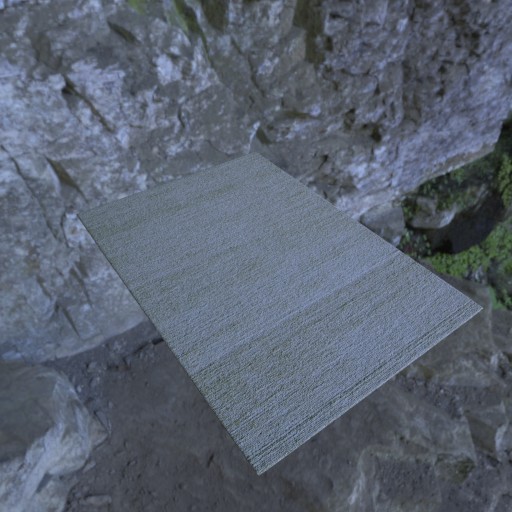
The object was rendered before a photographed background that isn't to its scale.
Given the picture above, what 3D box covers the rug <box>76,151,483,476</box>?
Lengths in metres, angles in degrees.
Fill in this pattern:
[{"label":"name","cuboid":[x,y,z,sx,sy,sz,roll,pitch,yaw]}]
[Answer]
[{"label":"rug","cuboid":[0.000,0.000,5.019,2.782,0.025,3.935,-26,48,-26]}]
